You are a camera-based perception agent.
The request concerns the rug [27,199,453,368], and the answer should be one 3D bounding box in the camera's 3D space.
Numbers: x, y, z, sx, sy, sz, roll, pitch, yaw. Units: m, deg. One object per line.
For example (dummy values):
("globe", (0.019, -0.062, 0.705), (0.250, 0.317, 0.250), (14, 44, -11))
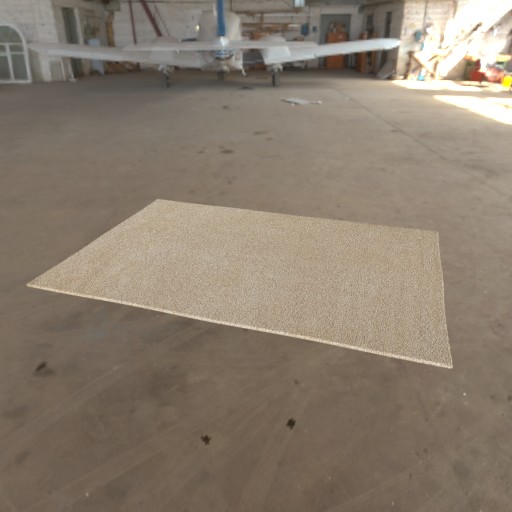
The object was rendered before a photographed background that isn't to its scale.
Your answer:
("rug", (0.000, 0.000, 3.410), (2.699, 0.025, 1.800), (8, 28, 16))
